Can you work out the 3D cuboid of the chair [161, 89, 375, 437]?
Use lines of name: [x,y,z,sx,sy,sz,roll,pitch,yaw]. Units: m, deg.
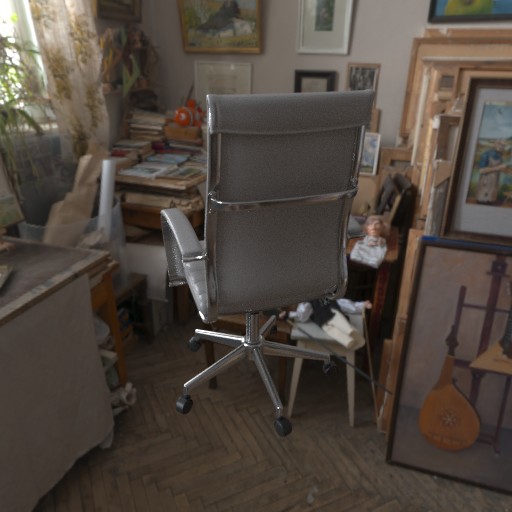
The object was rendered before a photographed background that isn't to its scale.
chair: [0.000,0.000,1.581,0.679,1.149,0.667,-8,26,-17]
